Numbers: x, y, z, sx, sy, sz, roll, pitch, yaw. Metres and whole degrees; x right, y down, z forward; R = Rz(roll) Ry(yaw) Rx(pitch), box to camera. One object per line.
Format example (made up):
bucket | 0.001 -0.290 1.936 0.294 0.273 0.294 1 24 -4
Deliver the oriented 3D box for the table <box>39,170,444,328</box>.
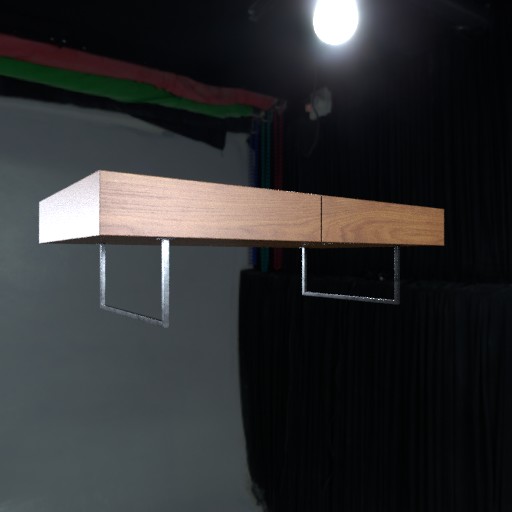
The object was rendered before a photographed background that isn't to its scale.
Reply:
table | 0.000 0.000 1.458 1.194 0.330 0.610 0 0 -36
